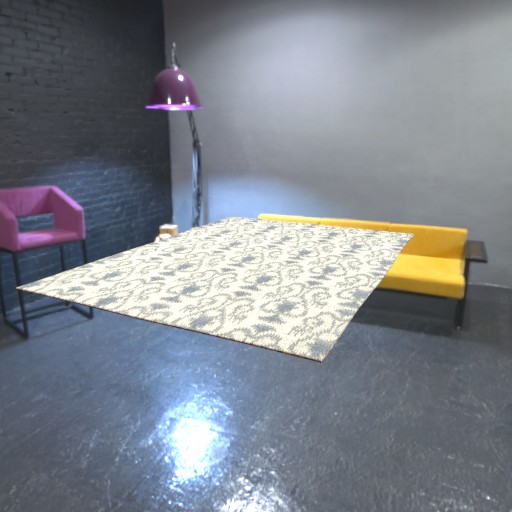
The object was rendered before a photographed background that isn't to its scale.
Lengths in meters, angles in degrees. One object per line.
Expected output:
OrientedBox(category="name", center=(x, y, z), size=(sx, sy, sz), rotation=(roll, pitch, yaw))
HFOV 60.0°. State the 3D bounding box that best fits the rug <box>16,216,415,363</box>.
OrientedBox(category="rug", center=(0.000, 0.000, 2.907), size=(1.676, 0.013, 2.261), rotation=(8, 18, 26))
